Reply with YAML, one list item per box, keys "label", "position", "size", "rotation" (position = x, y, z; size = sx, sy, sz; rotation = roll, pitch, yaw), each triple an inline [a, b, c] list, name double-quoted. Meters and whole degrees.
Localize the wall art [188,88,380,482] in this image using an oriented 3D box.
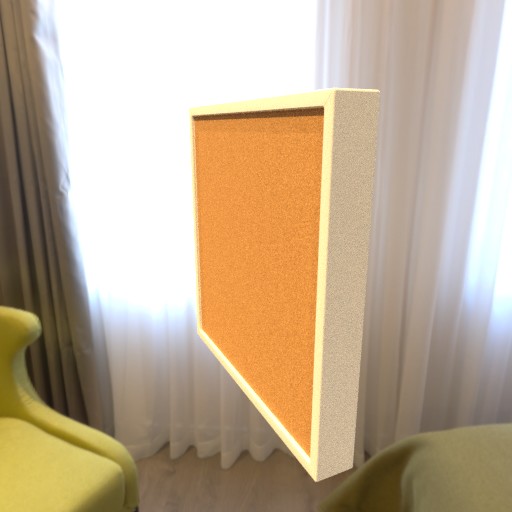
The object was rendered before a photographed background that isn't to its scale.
- label: "wall art"
  position: [0.000, 0.000, 0.461]
  size: [0.038, 0.305, 0.305]
  rotation: [-8, 18, -25]
